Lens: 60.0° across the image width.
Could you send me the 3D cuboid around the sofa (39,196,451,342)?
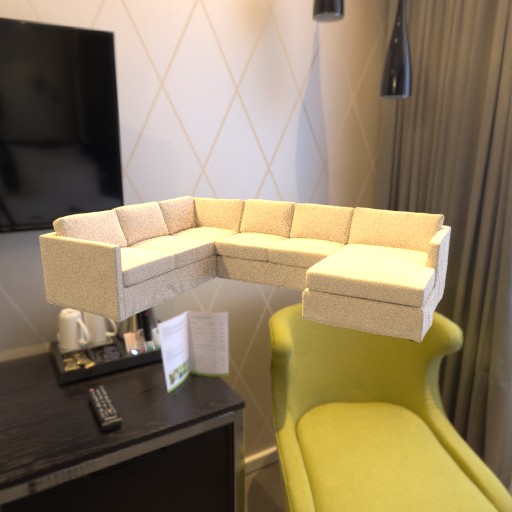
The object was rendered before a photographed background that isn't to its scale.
[{"bbox_3d":[0.000,0.000,4.532,3.460,0.882,2.427,8,16,28],"label":"sofa"}]
